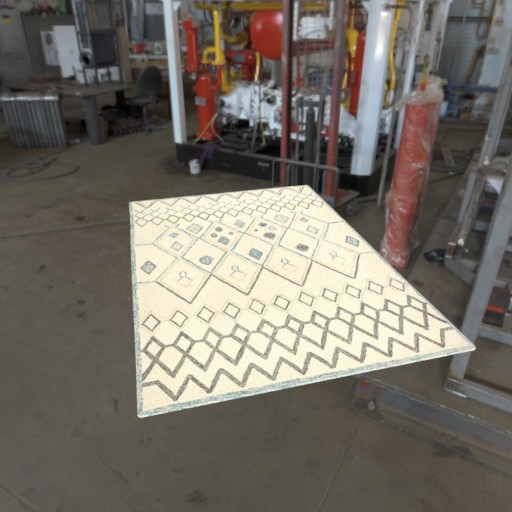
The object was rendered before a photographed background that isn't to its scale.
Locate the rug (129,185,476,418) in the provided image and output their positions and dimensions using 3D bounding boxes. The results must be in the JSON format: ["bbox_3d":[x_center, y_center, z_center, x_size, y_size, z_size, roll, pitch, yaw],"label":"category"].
[{"bbox_3d":[0.000,0.000,2.312,1.260,0.009,1.820,-7,30,-13],"label":"rug"}]
